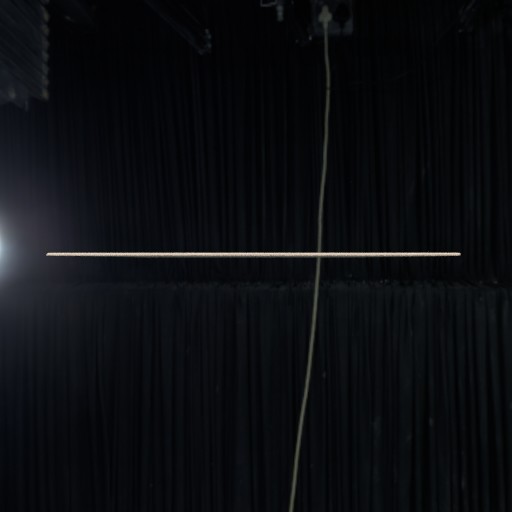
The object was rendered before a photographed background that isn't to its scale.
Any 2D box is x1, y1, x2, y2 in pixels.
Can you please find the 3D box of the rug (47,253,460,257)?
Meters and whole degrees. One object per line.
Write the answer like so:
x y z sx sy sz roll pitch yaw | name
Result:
0.000 0.000 3.888 2.288 0.018 2.895 0 0 1 | rug
